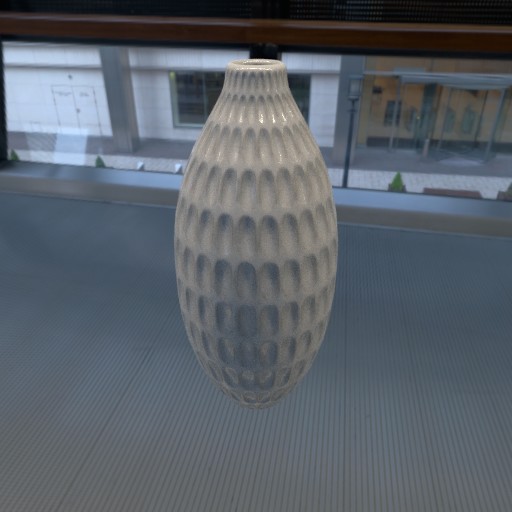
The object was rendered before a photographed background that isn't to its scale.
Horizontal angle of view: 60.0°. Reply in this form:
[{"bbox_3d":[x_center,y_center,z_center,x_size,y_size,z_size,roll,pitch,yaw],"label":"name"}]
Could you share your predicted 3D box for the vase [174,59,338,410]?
[{"bbox_3d":[0.000,0.000,0.350,0.127,0.282,0.127,0,30,0],"label":"vase"}]
